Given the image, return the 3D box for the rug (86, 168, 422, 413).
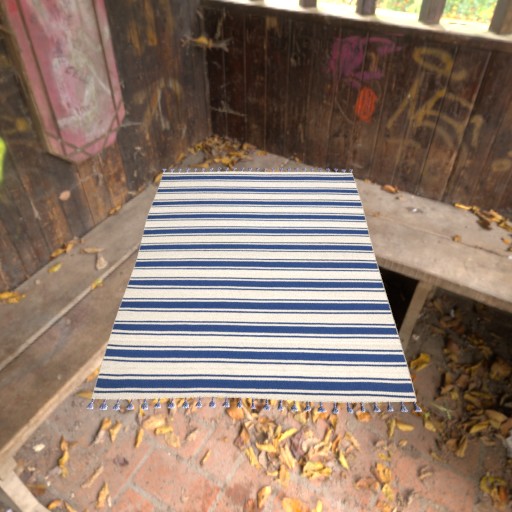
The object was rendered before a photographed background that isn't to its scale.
[{"bbox_3d":[0.000,0.000,4.510,2.471,0.016,3.416,0,42,0],"label":"rug"}]
